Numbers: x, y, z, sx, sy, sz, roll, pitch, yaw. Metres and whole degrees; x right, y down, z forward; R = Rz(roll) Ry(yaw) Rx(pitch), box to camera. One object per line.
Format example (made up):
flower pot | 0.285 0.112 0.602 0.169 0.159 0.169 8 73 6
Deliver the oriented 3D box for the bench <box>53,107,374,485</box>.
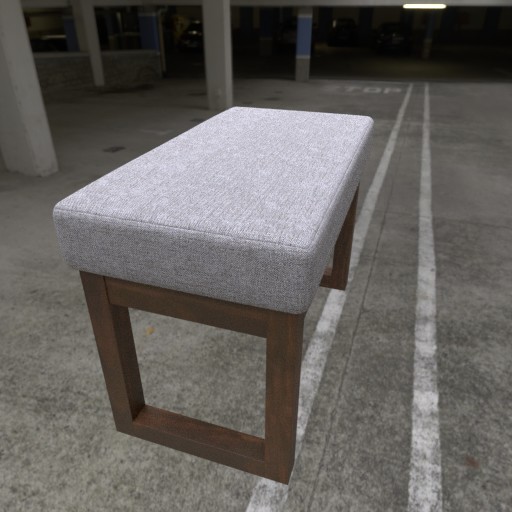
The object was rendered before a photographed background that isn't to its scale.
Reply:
bench | 0.000 0.000 0.929 0.366 0.467 0.681 10 31 16
